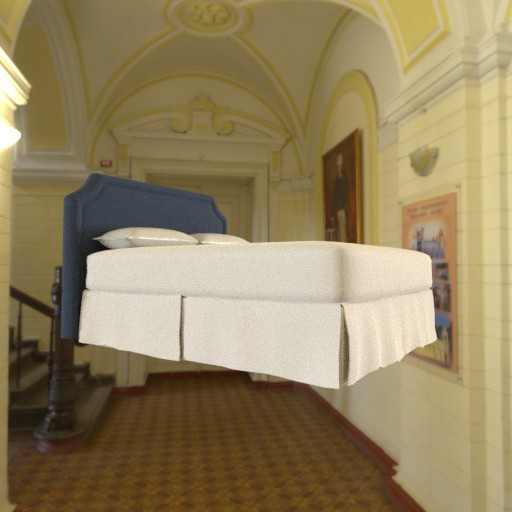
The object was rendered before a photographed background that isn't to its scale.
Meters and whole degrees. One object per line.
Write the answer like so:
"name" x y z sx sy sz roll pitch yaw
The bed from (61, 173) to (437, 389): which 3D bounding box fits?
"bed" 0.000 0.000 3.367 2.260 1.297 1.831 -1 -2 35
